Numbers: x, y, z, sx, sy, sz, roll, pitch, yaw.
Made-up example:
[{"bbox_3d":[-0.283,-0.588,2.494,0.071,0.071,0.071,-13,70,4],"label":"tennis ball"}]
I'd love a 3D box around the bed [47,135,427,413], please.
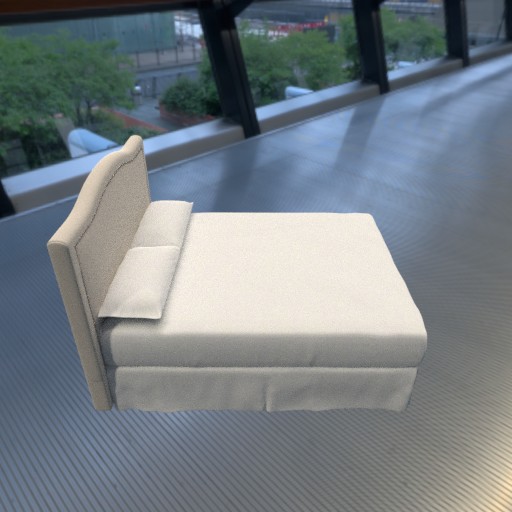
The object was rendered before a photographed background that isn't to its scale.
[{"bbox_3d":[0.000,0.000,3.303,2.143,1.460,1.753,0,32,0],"label":"bed"}]
